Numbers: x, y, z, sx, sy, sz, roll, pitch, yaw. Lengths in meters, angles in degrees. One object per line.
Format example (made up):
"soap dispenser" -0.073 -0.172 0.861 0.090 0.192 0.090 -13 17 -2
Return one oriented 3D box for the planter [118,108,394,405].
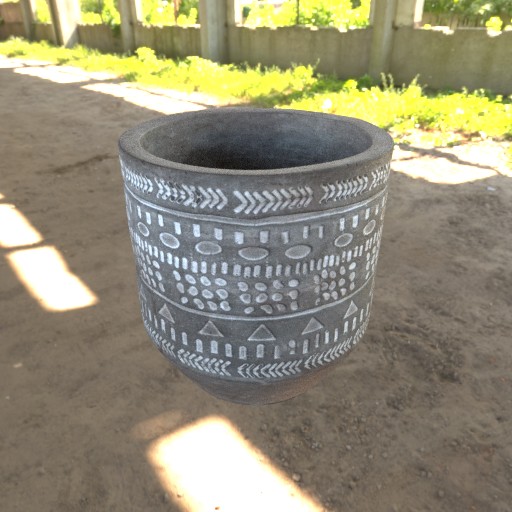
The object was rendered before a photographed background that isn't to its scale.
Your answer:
"planter" 0.000 0.000 0.230 0.122 0.128 0.122 0 29 0
